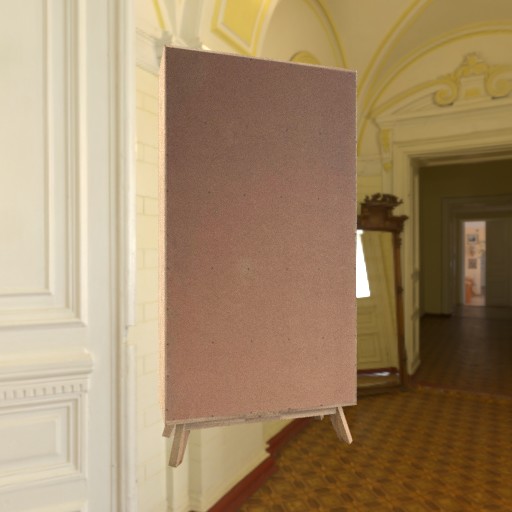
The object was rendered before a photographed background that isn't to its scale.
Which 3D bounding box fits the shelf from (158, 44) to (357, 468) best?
[{"bbox_3d":[0.000,0.000,1.781,0.748,1.471,0.308,0,0,-17],"label":"shelf"}]
